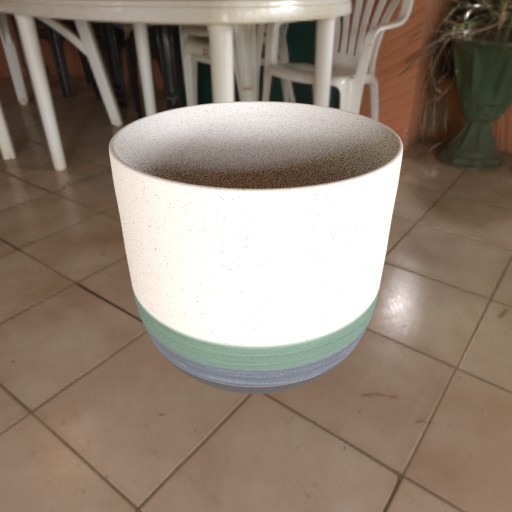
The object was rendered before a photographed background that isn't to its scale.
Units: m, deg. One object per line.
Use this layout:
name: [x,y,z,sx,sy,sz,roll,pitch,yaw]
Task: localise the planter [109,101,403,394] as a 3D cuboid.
planter: [0.000,0.000,0.486,0.268,0.270,0.268,0,32,0]
